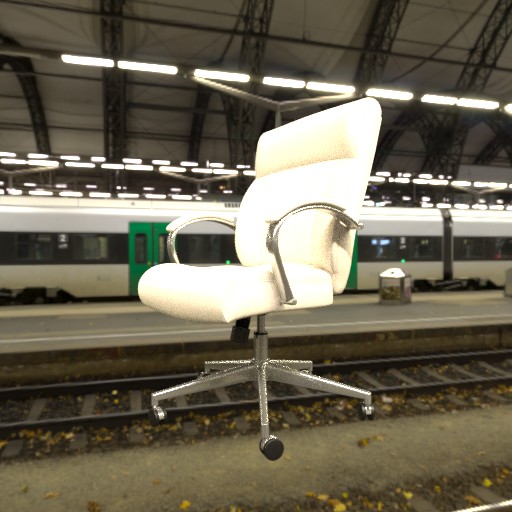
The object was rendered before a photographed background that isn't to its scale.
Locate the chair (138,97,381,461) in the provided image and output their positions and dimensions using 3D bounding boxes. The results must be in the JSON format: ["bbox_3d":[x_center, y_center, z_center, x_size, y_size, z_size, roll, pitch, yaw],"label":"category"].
[{"bbox_3d":[0.000,0.000,1.595,0.745,1.099,0.727,0,1,-37],"label":"chair"}]
